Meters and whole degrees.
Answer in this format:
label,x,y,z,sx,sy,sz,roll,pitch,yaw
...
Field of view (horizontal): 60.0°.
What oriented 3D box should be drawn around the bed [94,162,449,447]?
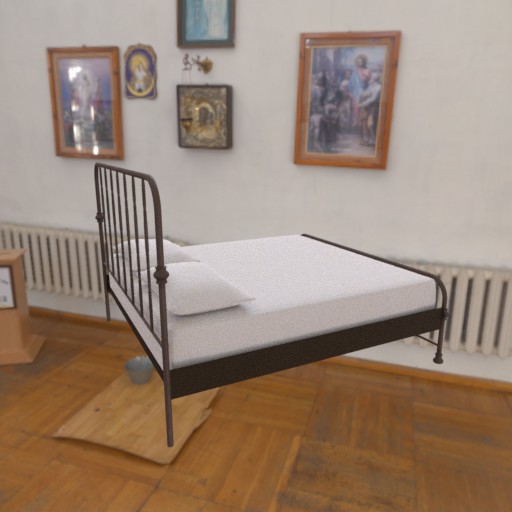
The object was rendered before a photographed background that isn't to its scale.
label,x,y,z,sx,sy,sz,roll,pitch,yaw
bed,0.000,0.000,3.540,2.134,1.446,2.044,-7,16,-26
